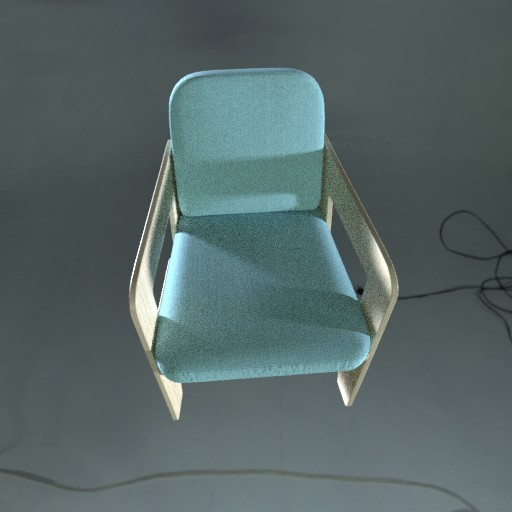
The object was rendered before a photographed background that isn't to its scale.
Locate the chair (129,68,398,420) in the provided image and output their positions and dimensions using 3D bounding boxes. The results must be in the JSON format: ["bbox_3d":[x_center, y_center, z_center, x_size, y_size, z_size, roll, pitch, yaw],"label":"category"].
[{"bbox_3d":[0.000,0.000,1.272,0.590,0.800,0.710,-3,47,-3],"label":"chair"}]
